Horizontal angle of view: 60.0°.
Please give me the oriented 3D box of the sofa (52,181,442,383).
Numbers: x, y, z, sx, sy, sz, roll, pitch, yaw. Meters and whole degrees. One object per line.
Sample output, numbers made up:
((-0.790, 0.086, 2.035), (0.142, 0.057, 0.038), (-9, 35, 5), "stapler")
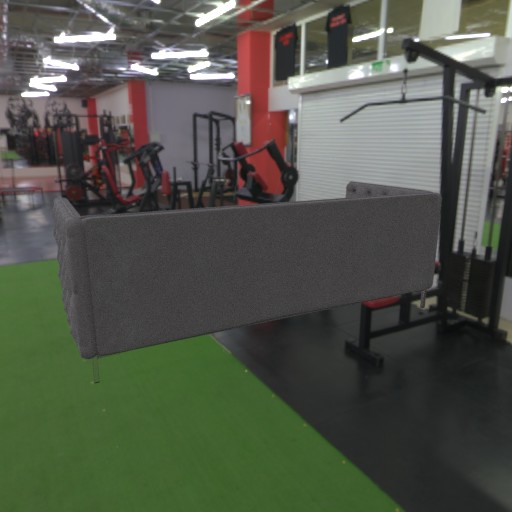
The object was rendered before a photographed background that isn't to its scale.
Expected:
((0.000, 0.000, 2.729), (2.209, 0.771, 0.895), (-7, 16, -26), "sofa")
